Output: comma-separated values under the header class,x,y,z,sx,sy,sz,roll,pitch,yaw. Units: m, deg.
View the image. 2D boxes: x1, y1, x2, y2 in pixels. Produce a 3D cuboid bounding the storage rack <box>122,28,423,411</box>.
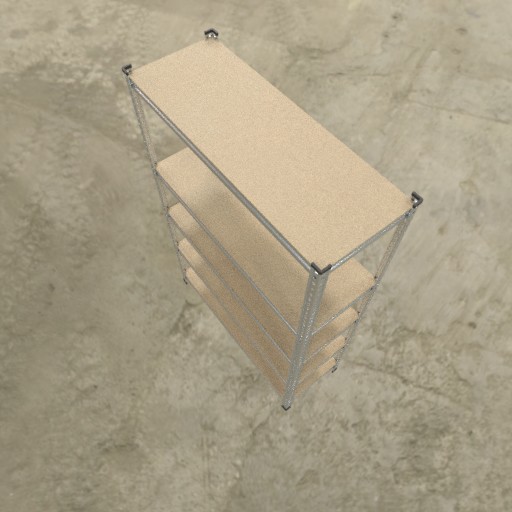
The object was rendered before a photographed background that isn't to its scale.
class,x,y,z,sx,sy,sz,roll,pitch,yaw
storage rack,0.000,0.000,2.411,0.457,1.829,1.219,-33,64,-19
